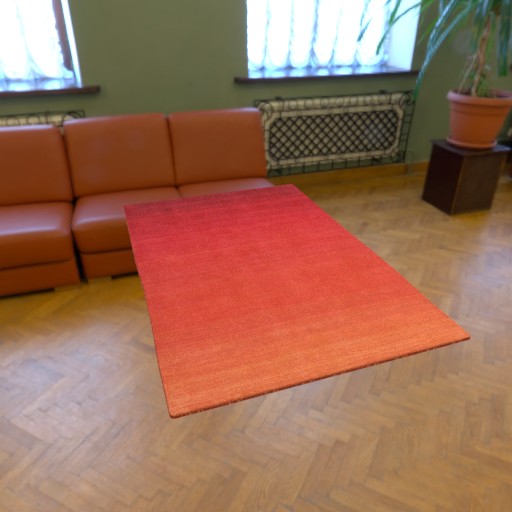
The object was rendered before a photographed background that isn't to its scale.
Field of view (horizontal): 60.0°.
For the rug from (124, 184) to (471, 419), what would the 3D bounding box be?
[{"bbox_3d":[0.000,0.000,2.367,1.230,0.018,1.835,-10,31,-17],"label":"rug"}]
